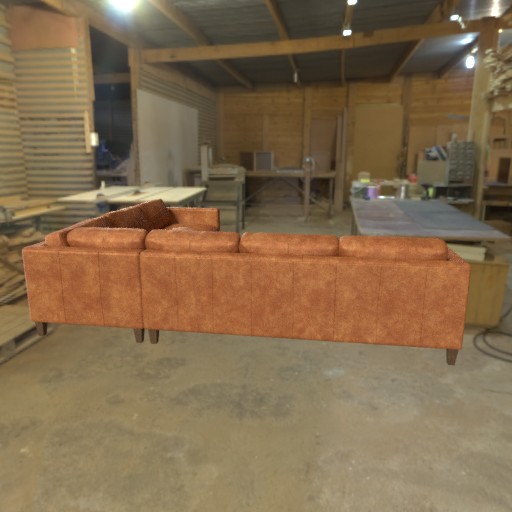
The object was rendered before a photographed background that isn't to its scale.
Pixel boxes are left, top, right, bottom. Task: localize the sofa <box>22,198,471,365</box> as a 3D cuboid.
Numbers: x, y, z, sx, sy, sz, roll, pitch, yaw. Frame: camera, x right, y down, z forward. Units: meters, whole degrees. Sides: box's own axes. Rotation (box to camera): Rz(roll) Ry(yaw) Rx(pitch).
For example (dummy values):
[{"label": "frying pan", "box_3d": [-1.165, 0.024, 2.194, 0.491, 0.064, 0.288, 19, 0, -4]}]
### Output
[{"label": "sofa", "box_3d": [0.000, 0.000, 4.250, 3.167, 0.838, 2.438, 2, 14, 9]}]
